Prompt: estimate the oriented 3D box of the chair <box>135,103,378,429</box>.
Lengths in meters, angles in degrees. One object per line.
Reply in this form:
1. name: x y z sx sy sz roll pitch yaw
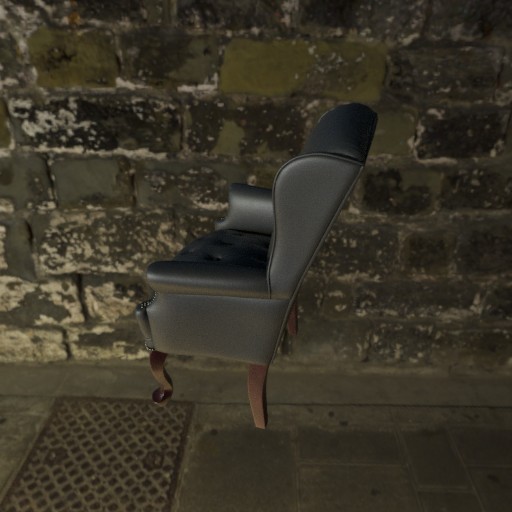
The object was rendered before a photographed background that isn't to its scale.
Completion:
1. chair: 0.000 0.000 1.675 0.762 1.111 0.838 8 30 14
